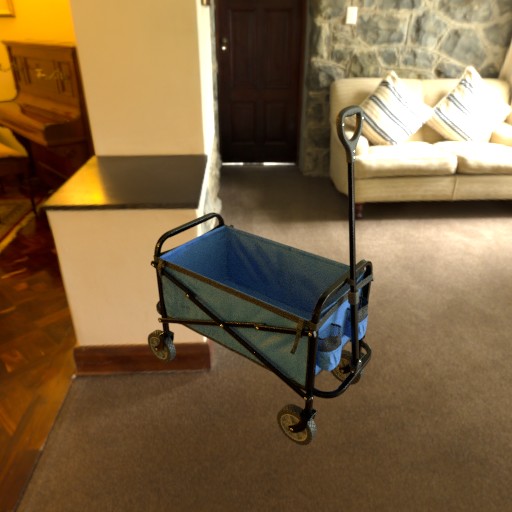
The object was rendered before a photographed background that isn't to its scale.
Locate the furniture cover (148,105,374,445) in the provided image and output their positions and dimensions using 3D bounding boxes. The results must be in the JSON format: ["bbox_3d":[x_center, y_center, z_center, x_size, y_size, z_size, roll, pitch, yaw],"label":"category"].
[{"bbox_3d":[0.000,0.000,1.884,1.038,1.295,0.532,20,34,33],"label":"furniture cover"}]
